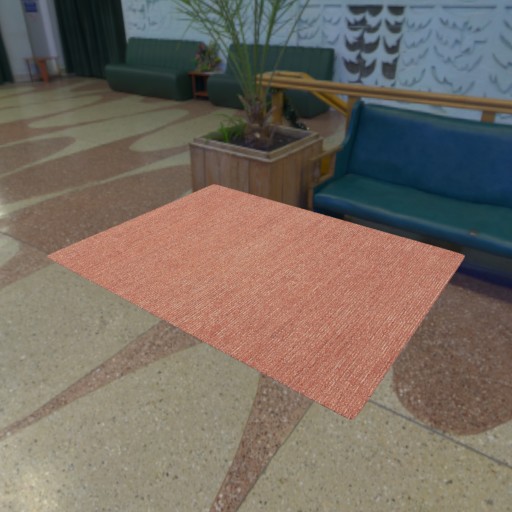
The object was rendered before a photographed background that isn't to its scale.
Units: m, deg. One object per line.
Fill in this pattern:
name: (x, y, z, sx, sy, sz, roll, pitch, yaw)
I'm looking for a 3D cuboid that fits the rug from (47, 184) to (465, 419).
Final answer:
rug: (0.000, 0.000, 2.783, 2.112, 0.009, 1.594, 20, 36, 31)
